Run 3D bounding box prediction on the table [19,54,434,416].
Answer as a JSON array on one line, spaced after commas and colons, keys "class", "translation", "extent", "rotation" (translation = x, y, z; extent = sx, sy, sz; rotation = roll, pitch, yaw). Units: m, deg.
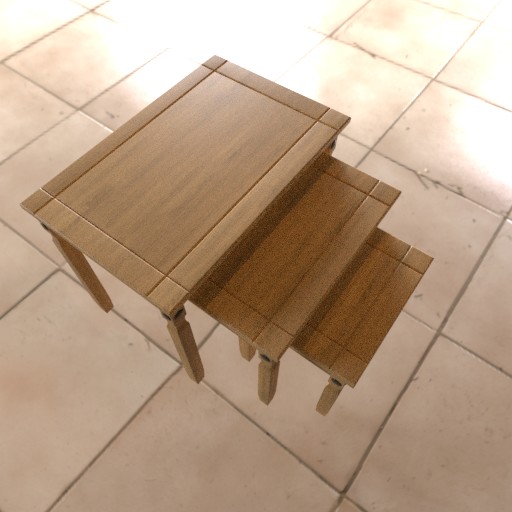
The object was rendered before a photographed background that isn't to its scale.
[{"class": "table", "translation": [0.000, 0.000, 1.191], "extent": [0.773, 0.535, 0.660], "rotation": [32, 63, 18]}]
